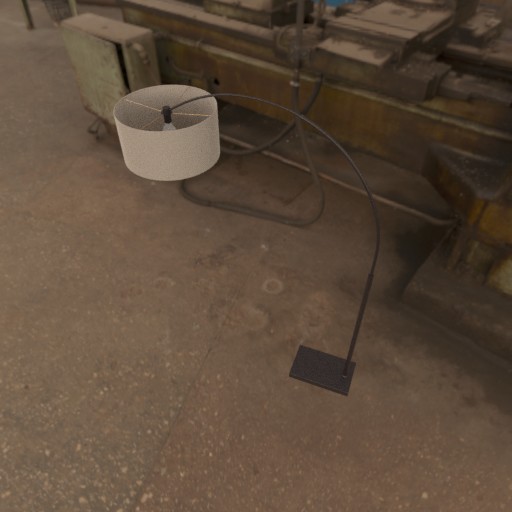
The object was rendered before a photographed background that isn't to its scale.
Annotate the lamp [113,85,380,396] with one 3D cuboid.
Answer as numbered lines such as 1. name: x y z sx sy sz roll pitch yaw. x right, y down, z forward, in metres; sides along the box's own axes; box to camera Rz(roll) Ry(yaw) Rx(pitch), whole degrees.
1. lamp: 0.000 0.000 2.599 1.424 1.927 0.493 15 46 15
